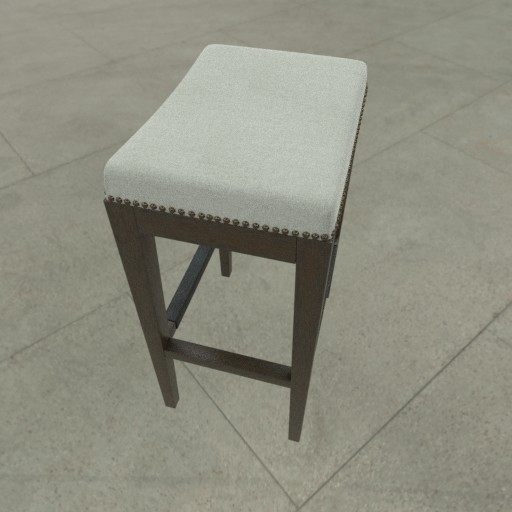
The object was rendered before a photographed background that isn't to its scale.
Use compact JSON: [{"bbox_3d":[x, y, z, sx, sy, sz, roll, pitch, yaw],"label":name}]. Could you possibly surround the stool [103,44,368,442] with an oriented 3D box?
[{"bbox_3d":[0.000,0.000,1.025,0.358,0.759,0.498,11,48,10],"label":"stool"}]
